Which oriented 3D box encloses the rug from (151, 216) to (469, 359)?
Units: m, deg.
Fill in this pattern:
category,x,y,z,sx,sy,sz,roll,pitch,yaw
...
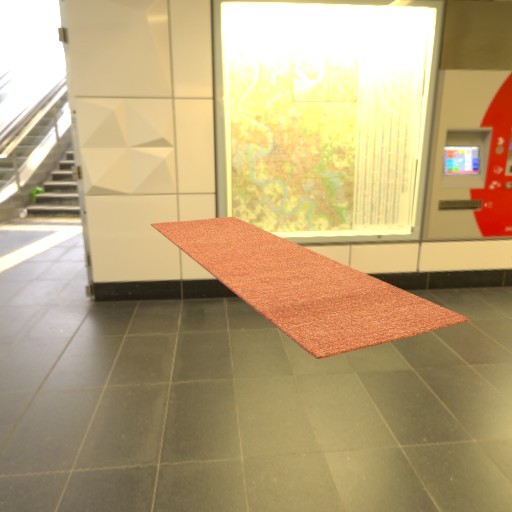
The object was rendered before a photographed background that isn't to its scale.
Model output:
category,x,y,z,sx,sy,sz,roll,pitch,yaw
rug,0.000,0.000,2.524,0.687,0.012,2.307,-7,17,-25
